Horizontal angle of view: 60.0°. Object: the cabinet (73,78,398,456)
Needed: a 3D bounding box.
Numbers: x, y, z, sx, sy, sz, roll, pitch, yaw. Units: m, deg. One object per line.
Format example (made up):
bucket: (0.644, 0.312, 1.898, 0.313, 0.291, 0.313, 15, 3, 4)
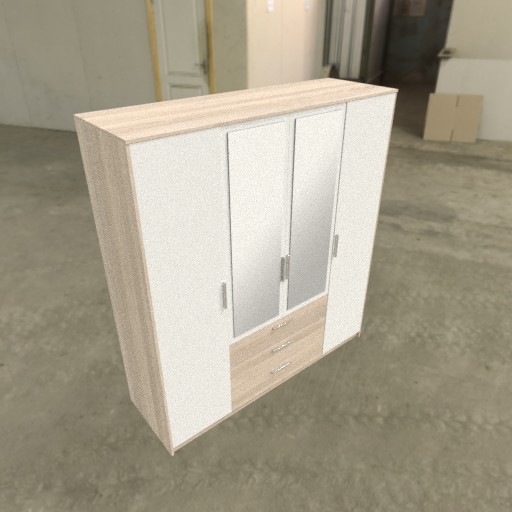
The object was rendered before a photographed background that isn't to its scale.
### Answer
cabinet: (0.000, 0.000, 3.055, 1.870, 2.060, 0.620, -22, 37, -33)
